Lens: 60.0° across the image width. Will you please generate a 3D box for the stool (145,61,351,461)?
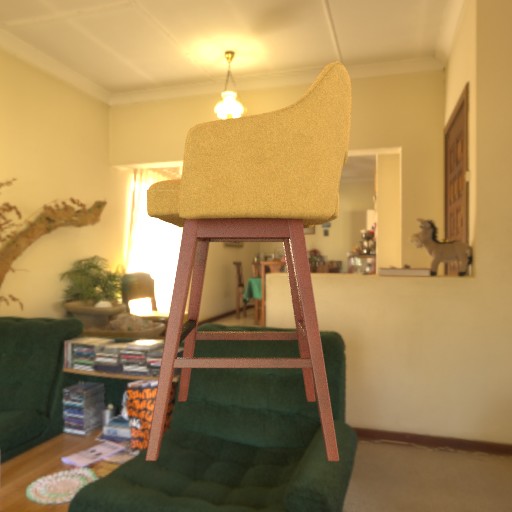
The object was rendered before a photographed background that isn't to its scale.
[{"bbox_3d":[0.000,0.000,1.327,0.558,1.012,0.548,0,0,0],"label":"stool"}]
